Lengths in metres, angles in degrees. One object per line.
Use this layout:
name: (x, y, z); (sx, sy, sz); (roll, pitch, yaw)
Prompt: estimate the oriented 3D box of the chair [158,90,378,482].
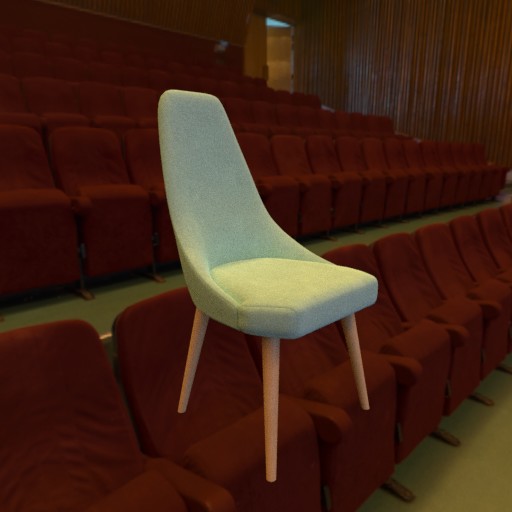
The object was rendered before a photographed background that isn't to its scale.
chair: (0.000, 0.000, 1.402); (0.660, 1.040, 0.510); (12, 18, 43)
